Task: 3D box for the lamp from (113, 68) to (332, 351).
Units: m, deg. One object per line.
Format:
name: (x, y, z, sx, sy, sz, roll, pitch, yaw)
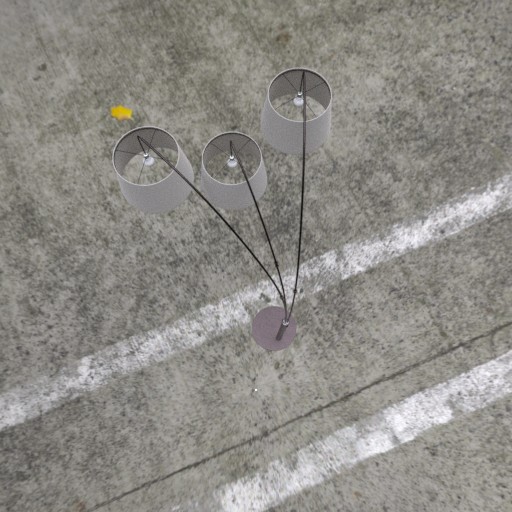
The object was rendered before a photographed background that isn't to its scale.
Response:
lamp: (0.000, 0.000, 2.426, 0.951, 1.950, 0.924, -23, 75, -7)
